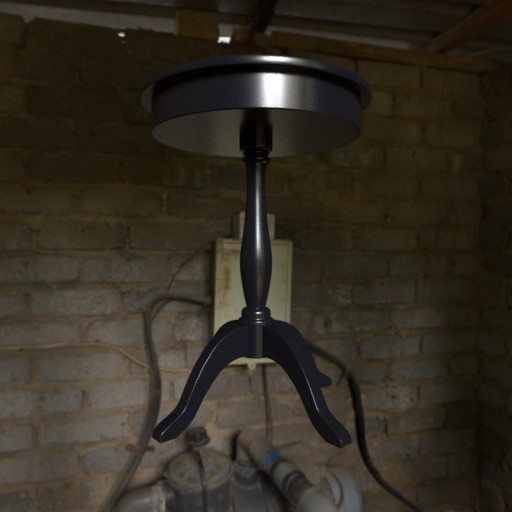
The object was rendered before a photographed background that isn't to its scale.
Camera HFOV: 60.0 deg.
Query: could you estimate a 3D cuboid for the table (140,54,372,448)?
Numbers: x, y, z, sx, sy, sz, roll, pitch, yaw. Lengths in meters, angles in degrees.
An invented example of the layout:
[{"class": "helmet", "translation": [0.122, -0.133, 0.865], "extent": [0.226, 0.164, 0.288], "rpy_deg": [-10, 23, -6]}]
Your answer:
[{"class": "table", "translation": [0.000, 0.000, 0.958], "extent": [0.481, 0.665, 0.481], "rpy_deg": [0, 2, 0]}]
